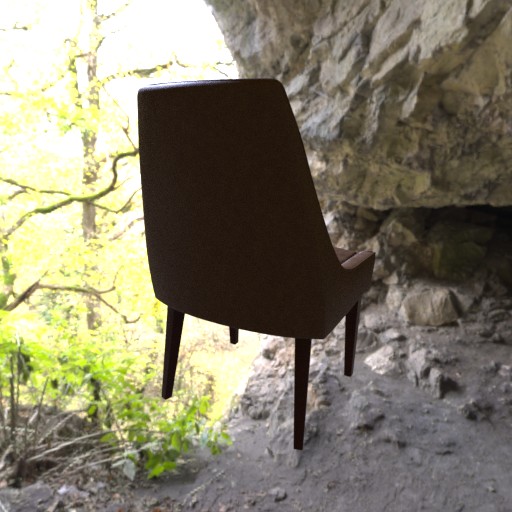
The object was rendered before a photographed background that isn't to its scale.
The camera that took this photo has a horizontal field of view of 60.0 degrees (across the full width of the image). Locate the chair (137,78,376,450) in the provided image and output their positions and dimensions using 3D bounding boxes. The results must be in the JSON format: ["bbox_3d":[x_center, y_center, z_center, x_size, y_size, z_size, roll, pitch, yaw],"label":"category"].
[{"bbox_3d":[0.000,0.000,1.211,0.529,0.861,0.544,9,19,28],"label":"chair"}]
